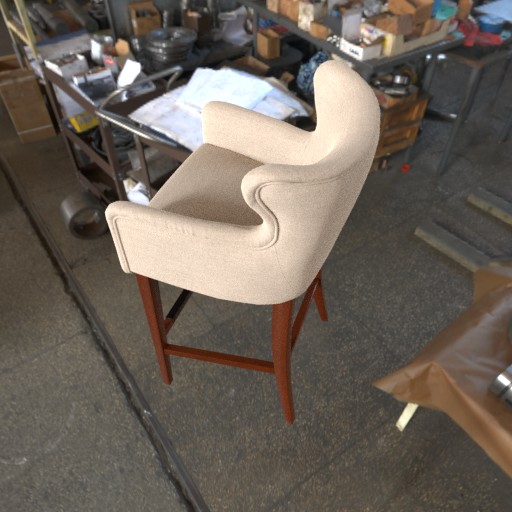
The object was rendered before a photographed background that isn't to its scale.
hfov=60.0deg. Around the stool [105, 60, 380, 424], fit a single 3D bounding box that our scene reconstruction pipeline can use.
[{"bbox_3d":[0.000,0.000,1.360,0.563,1.034,0.556,16,48,14],"label":"stool"}]
